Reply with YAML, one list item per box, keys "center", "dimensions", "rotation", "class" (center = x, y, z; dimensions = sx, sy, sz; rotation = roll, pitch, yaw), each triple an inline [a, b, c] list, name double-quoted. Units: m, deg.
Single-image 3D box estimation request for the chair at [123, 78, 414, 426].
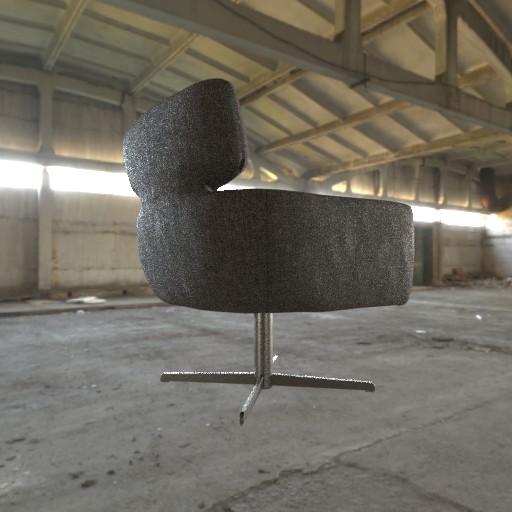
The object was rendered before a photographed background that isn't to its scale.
- center: [0.000, 0.000, 1.366]
  dimensions: [0.715, 0.812, 0.706]
  rotation: [1, -1, -35]
  class: "chair"
